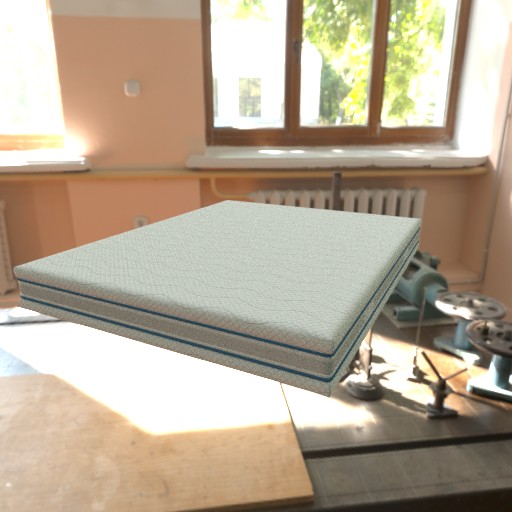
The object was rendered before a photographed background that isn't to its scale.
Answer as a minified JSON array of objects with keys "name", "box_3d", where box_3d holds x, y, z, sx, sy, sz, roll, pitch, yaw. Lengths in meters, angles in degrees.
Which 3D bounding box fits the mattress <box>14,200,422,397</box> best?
[{"name":"mattress","box_3d":[0.000,0.000,2.655,1.600,0.230,2.000,9,20,26]}]
